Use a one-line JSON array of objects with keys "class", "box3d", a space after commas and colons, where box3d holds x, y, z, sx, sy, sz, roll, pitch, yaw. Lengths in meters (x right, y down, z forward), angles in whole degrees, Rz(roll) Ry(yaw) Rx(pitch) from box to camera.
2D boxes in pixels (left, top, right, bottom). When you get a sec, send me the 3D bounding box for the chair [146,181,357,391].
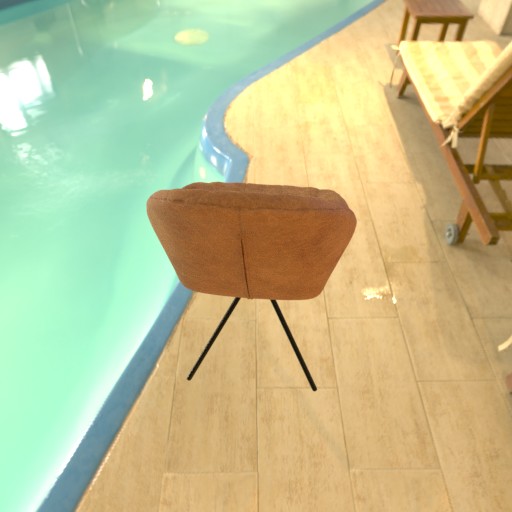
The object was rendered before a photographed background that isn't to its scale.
[{"class": "chair", "box3d": [0.000, 0.000, 1.307, 0.527, 0.929, 0.640, 4, 47, 4]}]
